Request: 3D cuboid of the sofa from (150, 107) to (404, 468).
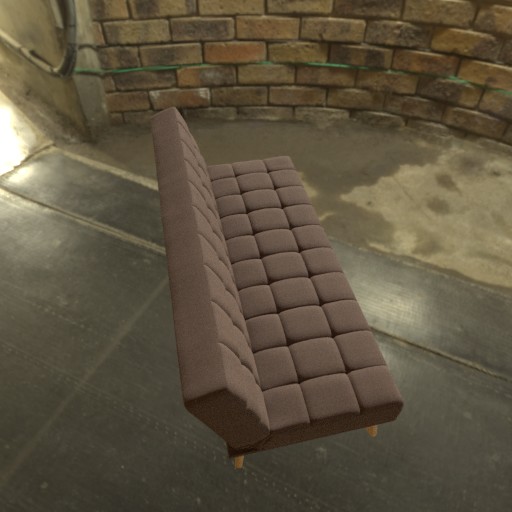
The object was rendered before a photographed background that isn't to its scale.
[{"bbox_3d":[0.000,0.000,2.292,0.860,0.810,1.800,-9,48,-8],"label":"sofa"}]
